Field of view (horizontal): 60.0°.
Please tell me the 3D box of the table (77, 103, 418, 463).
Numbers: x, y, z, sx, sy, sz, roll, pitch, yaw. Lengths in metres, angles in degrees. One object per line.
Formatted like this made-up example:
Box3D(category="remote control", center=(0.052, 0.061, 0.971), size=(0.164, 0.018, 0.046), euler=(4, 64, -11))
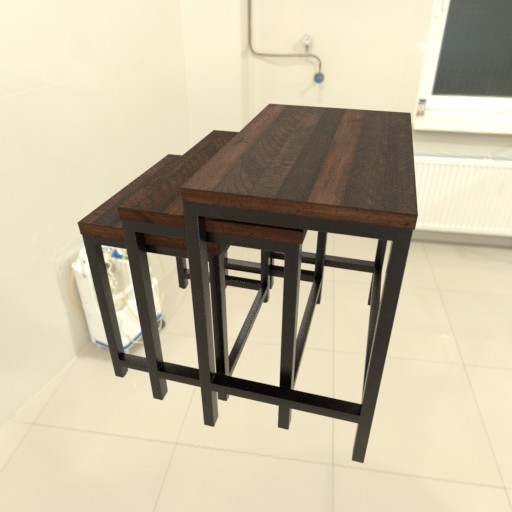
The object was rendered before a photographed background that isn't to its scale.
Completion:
Box3D(category="table", center=(0.000, 0.000, 1.132), size=(0.660, 0.616, 0.608), euler=(8, 33, 13))
